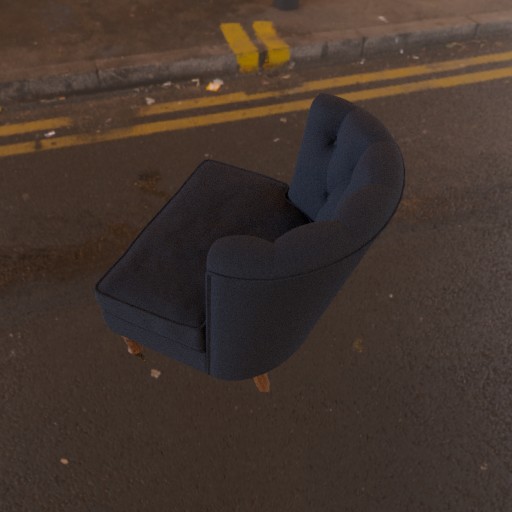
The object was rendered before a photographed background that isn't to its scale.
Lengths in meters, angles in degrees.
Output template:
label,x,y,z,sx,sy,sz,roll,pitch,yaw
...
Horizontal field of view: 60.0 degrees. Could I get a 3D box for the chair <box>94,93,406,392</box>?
label,x,y,z,sx,sy,sz,roll,pitch,yaw
chair,0.000,0.000,1.353,0.718,0.771,0.740,18,50,16
